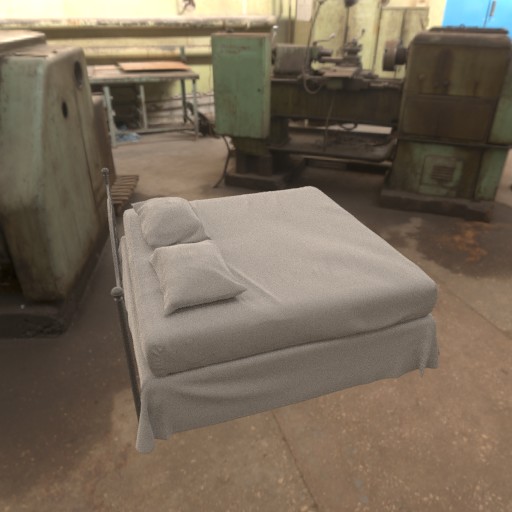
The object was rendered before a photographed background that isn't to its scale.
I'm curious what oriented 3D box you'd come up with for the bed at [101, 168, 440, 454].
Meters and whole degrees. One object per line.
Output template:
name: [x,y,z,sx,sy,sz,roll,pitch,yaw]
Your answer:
bed: [0.000,0.000,3.578,2.220,1.080,2.309,-9,31,-16]
